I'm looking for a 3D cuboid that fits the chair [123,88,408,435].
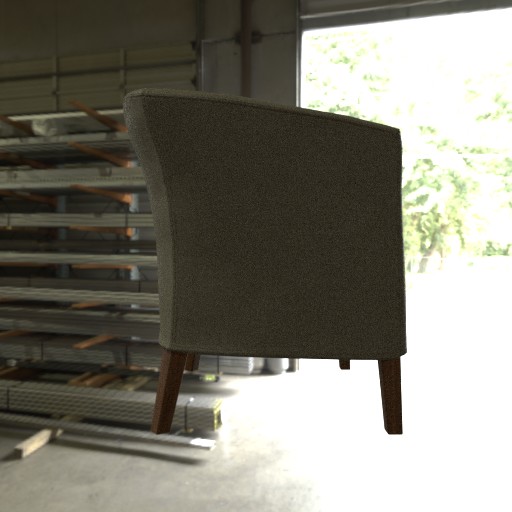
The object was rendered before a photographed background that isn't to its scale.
[{"bbox_3d":[0.000,0.000,1.229,0.668,0.771,0.600,0,1,0],"label":"chair"}]
